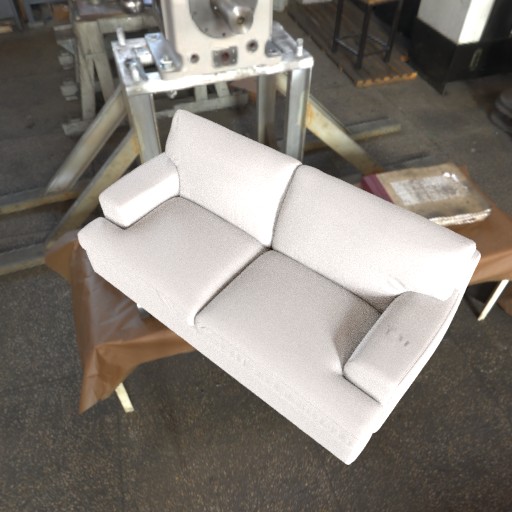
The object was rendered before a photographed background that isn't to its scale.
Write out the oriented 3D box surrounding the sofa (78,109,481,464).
[{"bbox_3d":[0.000,0.000,2.726,2.261,0.940,1.143,31,54,25],"label":"sofa"}]
